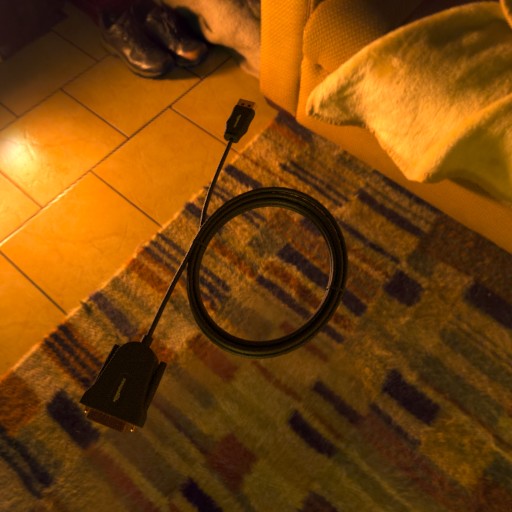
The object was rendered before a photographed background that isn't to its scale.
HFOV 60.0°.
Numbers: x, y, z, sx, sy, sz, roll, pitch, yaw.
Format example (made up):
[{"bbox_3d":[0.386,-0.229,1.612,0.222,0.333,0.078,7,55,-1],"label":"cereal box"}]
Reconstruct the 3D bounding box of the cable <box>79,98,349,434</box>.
[{"bbox_3d":[0.000,0.000,0.323,0.136,0.015,0.281,18,65,9],"label":"cable"}]
